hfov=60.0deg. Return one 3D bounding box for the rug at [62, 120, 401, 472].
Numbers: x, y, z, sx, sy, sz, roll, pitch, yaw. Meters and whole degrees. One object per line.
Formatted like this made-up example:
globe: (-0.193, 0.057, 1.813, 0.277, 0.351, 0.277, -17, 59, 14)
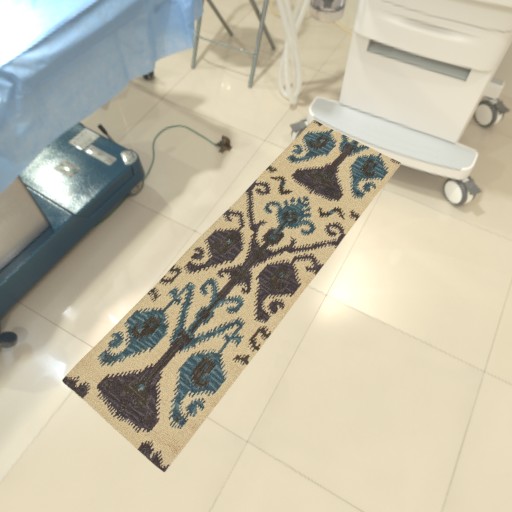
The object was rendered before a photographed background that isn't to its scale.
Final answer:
rug: (0.000, 0.000, 2.551, 0.692, 0.017, 2.301, 32, 64, 18)
